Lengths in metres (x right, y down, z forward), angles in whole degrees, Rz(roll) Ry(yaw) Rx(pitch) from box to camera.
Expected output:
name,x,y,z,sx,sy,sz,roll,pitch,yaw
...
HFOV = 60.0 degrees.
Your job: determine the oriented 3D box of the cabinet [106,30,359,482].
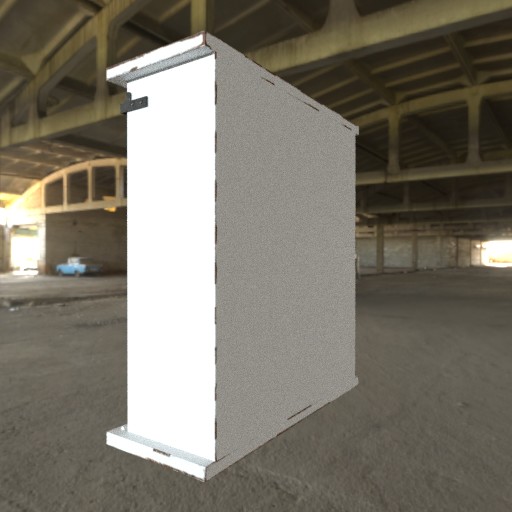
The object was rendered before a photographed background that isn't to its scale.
name,x,y,z,sx,sy,sz,roll,pitch,yaw
cabinet,0.000,0.000,0.873,0.210,0.603,0.541,0,0,35
